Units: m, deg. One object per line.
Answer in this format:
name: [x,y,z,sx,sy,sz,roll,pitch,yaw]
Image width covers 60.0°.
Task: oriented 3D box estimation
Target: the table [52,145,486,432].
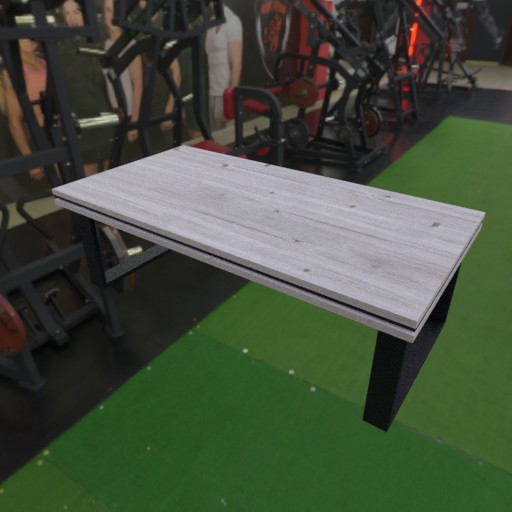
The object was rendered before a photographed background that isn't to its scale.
table: [0.000,0.000,1.656,1.350,0.450,0.700,19,35,30]
